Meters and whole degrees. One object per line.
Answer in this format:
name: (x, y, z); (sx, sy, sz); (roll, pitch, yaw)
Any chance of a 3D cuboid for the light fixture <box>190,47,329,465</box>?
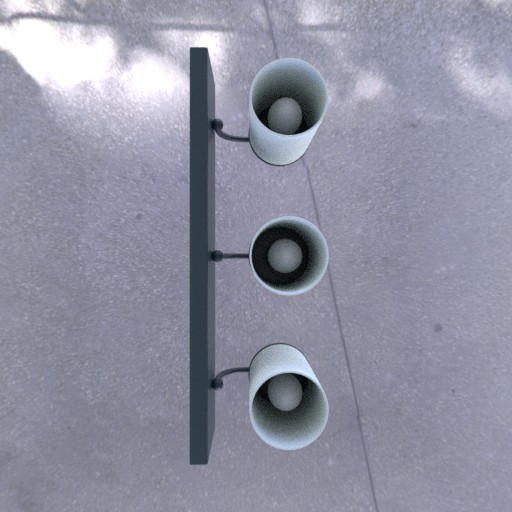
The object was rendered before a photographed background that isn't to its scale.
light fixture: (0.000, 0.000, 0.528); (0.145, 0.172, 0.451); (0, 90, -1)
